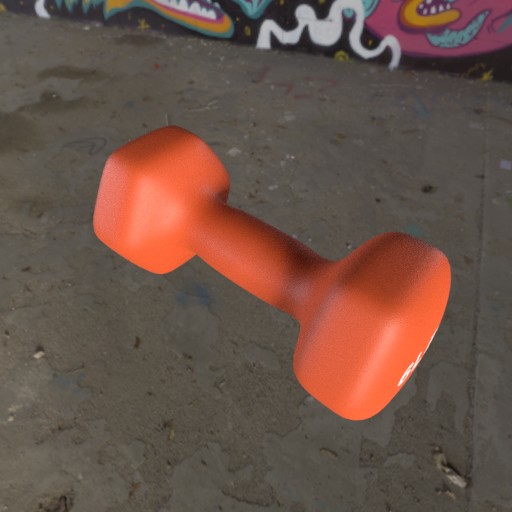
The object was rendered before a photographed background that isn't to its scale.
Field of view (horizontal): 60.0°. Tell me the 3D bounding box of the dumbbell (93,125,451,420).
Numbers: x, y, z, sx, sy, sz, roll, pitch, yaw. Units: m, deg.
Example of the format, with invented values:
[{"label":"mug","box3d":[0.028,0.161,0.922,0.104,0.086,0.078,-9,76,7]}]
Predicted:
[{"label":"dumbbell","box3d":[0.000,0.000,0.203,0.162,0.071,0.079,31,53,28]}]
